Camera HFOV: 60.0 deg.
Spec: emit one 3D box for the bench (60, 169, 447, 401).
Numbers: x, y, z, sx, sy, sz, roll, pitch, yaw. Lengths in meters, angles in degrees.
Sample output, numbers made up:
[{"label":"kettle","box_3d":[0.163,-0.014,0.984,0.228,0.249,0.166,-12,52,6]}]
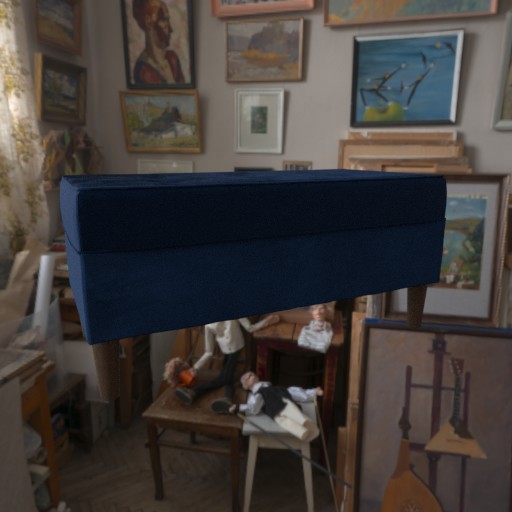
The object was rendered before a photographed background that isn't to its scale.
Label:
[{"label":"bench","box_3d":[0.000,0.000,1.297,1.010,0.467,0.489,-7,15,-26]}]
